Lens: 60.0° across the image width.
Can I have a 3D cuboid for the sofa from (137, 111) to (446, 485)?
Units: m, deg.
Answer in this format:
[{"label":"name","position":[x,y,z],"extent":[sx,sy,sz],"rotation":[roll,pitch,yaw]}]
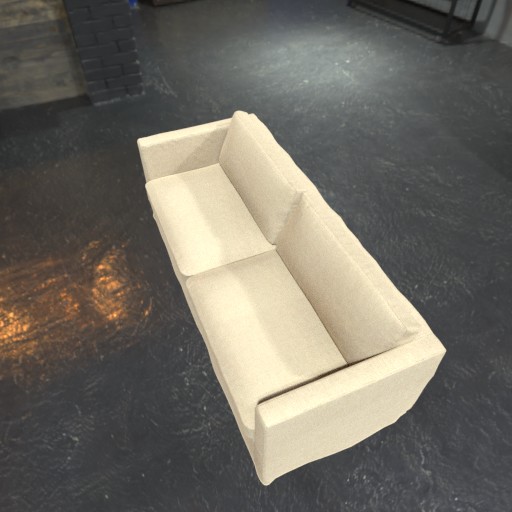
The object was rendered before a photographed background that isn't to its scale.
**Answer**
[{"label":"sofa","position":[0.000,0.000,2.821],"extent":[0.962,0.853,2.312],"rotation":[-18,50,-15]}]
